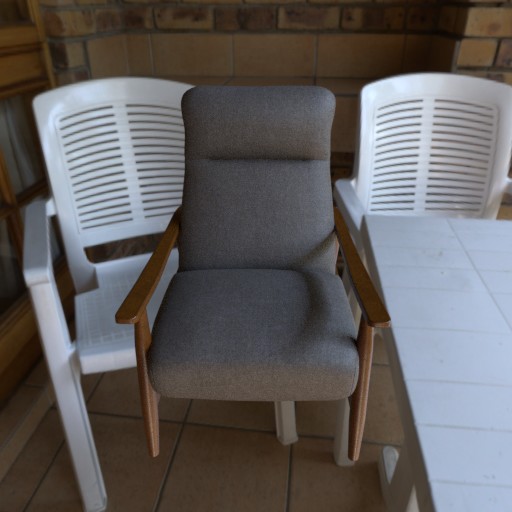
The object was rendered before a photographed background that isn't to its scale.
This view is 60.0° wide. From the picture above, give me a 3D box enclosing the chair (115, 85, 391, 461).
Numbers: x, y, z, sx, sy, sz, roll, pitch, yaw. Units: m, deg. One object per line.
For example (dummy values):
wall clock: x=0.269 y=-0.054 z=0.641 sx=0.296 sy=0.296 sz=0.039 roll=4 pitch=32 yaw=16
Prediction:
chair: x=0.000 y=0.000 z=1.689 sx=0.762 sy=1.081 sz=1.014 roll=1 pitch=30 yaw=1
